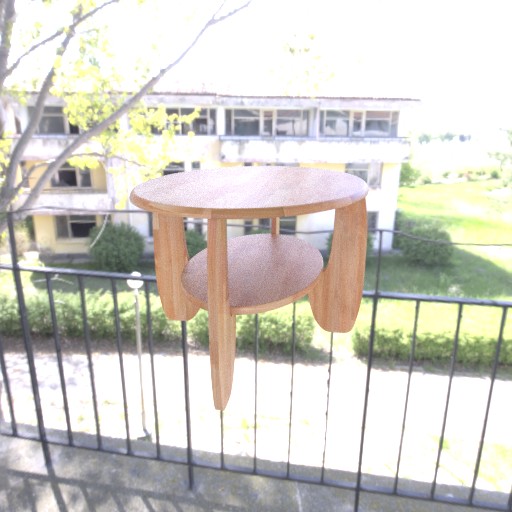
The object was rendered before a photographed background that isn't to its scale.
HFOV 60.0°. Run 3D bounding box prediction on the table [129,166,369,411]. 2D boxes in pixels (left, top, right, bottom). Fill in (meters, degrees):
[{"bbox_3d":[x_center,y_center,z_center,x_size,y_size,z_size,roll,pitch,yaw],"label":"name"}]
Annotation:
[{"bbox_3d":[0.000,0.000,1.436,0.690,0.490,1.040,3,17,10],"label":"table"}]
